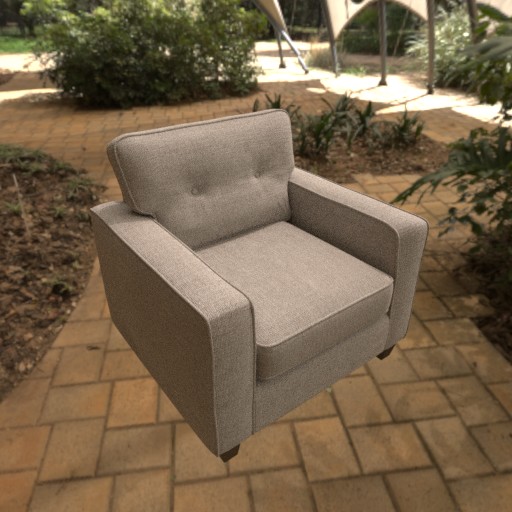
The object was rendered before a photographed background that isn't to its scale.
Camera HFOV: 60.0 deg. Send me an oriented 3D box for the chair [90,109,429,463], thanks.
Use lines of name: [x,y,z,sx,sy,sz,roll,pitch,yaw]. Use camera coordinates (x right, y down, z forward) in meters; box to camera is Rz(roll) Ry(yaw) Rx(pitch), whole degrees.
chair: [0.000,0.000,1.795,1.015,0.965,0.939,-21,36,-31]
